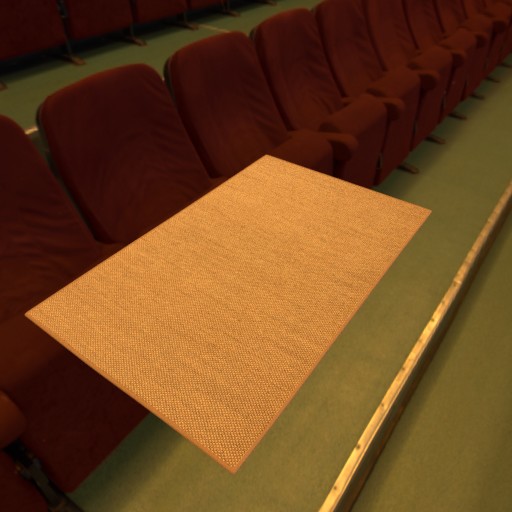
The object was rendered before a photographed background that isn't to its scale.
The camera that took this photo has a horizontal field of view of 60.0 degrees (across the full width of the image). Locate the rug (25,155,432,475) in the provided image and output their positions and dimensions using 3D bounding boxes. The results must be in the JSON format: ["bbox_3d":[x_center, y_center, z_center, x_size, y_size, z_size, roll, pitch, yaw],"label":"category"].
[{"bbox_3d":[0.000,0.000,2.027,1.061,0.012,1.668,25,46,27],"label":"rug"}]
